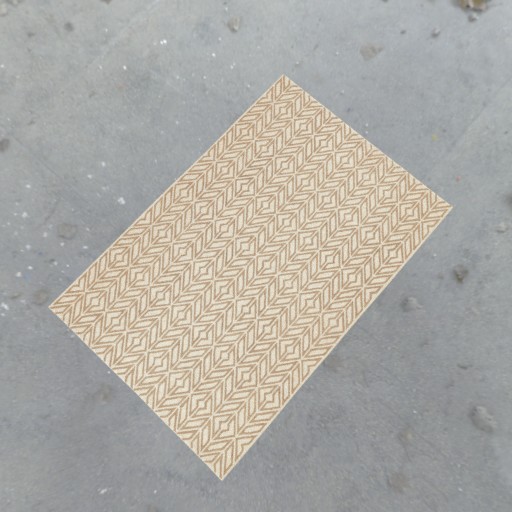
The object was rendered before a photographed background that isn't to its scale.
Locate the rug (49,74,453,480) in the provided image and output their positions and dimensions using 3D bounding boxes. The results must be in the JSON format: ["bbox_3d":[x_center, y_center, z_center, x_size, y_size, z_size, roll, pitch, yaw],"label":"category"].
[{"bbox_3d":[0.000,0.000,2.333,1.220,0.007,1.828,41,80,9],"label":"rug"}]
